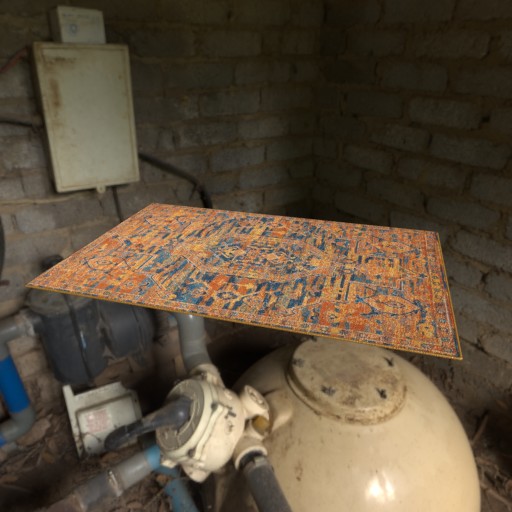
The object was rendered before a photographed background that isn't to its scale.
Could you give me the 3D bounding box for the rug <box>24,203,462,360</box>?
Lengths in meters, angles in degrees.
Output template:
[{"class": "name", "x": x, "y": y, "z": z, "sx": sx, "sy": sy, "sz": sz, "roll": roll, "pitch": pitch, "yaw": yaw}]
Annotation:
[{"class": "rug", "x": 0.000, "y": 0.000, "z": 1.069, "sx": 0.863, "sy": 0.008, "sz": 0.557, "roll": 7, "pitch": 27, "yaw": 15}]
